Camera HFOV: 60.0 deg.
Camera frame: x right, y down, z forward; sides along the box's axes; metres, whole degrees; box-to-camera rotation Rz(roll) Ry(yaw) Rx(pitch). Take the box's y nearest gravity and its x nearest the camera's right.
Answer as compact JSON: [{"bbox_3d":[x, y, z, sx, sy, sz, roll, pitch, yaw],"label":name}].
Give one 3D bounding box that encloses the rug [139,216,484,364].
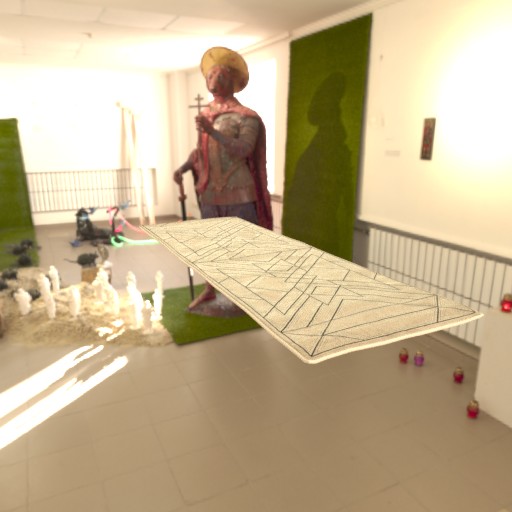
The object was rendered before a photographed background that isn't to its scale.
[{"bbox_3d":[0.000,0.000,2.598,0.831,0.036,2.381,-8,17,-26],"label":"rug"}]
